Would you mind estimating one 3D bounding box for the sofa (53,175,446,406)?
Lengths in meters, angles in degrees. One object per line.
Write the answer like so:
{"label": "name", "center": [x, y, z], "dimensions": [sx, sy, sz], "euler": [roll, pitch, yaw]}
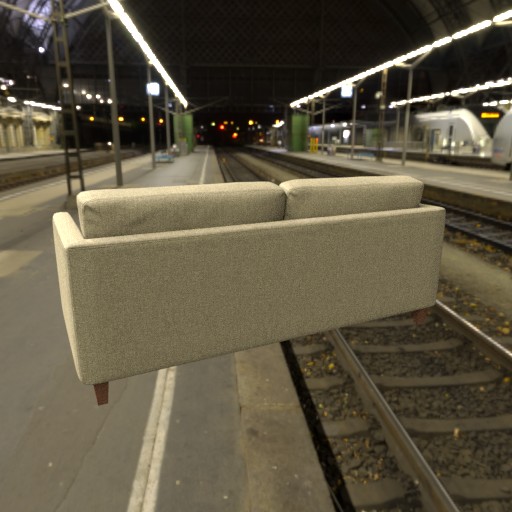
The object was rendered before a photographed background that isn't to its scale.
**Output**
{"label": "sofa", "center": [0.000, 0.000, 2.723], "dimensions": [2.208, 0.960, 0.956], "euler": [-7, 17, -26]}
